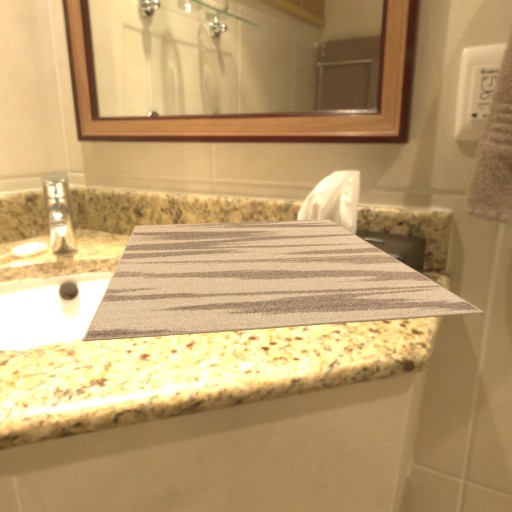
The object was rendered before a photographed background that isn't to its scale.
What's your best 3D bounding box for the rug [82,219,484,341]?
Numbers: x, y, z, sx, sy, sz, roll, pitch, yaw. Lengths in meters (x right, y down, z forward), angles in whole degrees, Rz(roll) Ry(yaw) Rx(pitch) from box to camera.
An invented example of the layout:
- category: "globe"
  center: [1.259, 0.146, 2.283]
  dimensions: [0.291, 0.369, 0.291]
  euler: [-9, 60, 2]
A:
- category: "rug"
  center: [0.000, 0.000, 3.916]
  dimensions: [2.353, 0.014, 2.945]
  euler: [-3, 16, -9]
